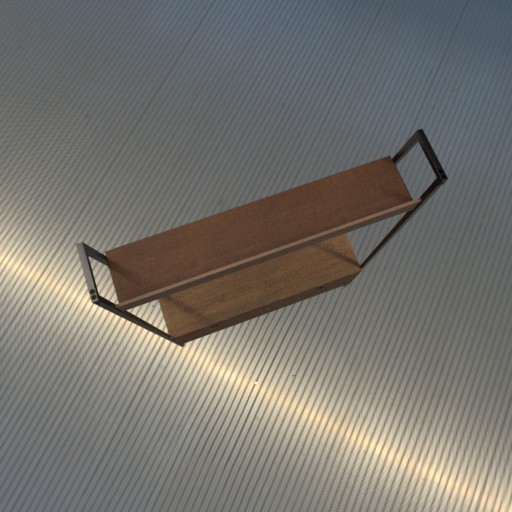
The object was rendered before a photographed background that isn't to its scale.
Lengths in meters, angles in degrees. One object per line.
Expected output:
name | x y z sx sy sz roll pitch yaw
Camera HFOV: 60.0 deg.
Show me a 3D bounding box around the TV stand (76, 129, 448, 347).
TV stand | 0.000 0.000 2.354 1.250 1.772 0.432 -19 75 -5
